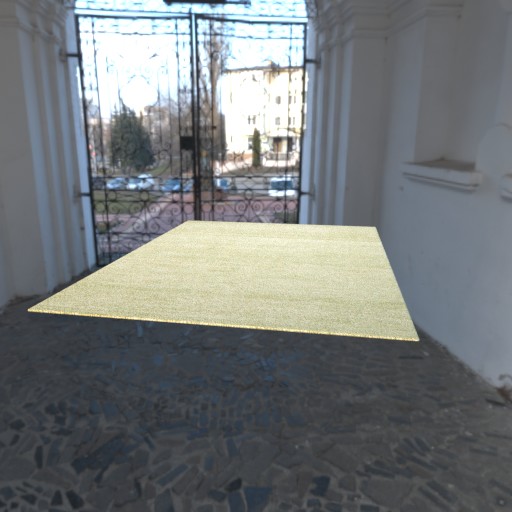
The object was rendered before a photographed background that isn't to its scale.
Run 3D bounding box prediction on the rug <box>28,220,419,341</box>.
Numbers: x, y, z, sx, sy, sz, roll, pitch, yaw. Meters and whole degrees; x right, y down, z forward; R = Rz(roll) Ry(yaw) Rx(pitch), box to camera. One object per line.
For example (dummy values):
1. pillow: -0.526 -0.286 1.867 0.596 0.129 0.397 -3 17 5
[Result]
1. rug: 0.000 0.000 4.178 2.425 0.016 3.198 3 15 10
